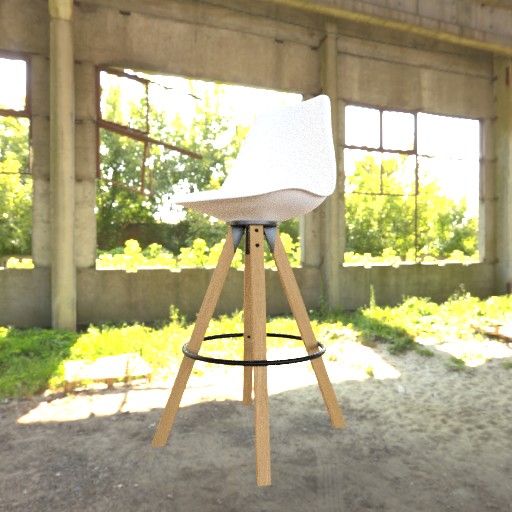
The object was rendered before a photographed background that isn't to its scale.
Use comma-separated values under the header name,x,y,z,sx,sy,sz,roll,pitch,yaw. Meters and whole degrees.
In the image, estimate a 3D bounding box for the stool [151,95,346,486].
name,x,y,z,sx,sy,sz,roll,pitch,yaw
stool,0.000,0.000,1.392,0.482,1.115,0.549,0,0,35
